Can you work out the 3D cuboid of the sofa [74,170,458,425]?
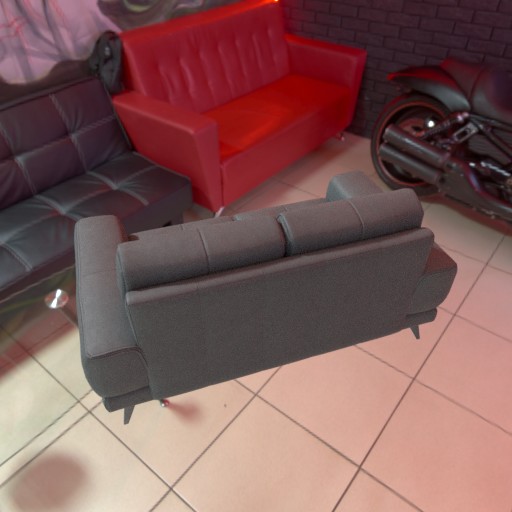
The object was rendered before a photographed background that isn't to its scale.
[{"bbox_3d":[0.000,0.000,2.347,1.806,0.907,1.018,-12,42,-14],"label":"sofa"}]
